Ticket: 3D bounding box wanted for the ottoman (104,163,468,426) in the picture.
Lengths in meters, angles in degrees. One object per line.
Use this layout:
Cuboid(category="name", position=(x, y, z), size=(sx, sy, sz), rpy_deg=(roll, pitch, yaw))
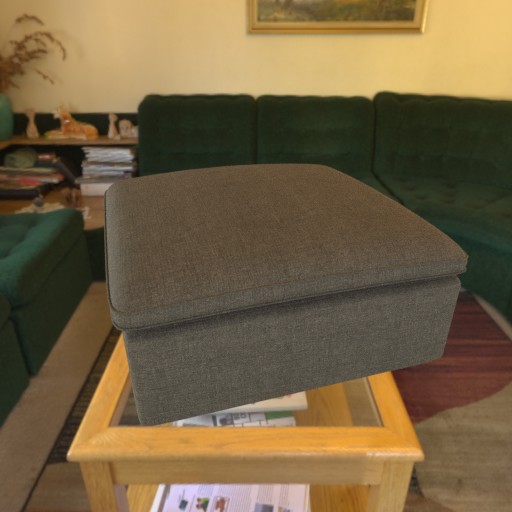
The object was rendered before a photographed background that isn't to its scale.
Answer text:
Cuboid(category="ottoman", position=(0.000, 0.000, 1.711), size=(1.067, 0.559, 1.067), rpy_deg=(-8, 27, -16))
